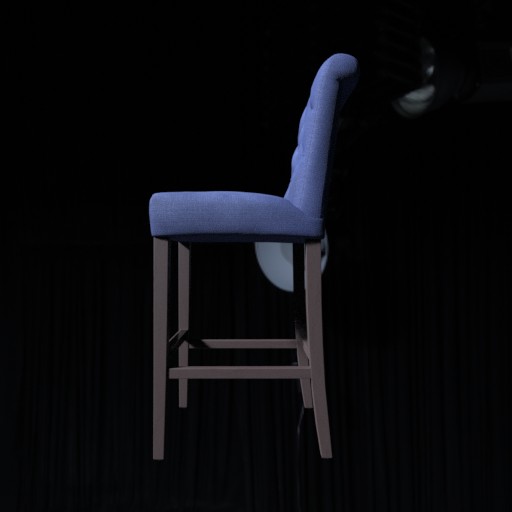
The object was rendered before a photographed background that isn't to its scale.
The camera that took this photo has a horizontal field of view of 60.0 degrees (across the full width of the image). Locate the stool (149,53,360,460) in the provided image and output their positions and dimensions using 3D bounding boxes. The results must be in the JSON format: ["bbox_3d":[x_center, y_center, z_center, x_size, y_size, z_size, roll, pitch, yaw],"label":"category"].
[{"bbox_3d":[0.000,0.000,1.460,0.601,1.140,0.493,0,0,0],"label":"stool"}]
